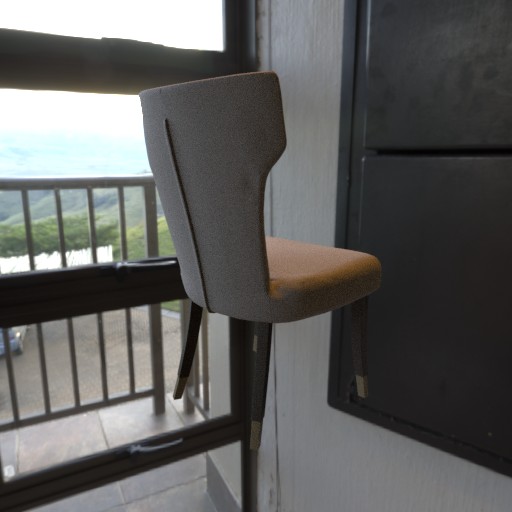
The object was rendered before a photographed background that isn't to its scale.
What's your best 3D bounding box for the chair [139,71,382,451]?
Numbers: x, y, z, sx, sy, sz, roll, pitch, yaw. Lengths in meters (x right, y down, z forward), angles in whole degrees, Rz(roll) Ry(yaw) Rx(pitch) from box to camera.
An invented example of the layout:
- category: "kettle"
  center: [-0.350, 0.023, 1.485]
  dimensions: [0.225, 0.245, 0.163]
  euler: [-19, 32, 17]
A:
- category: "chair"
  center: [0.000, 0.000, 1.346]
  dimensions: [0.526, 0.950, 0.630]
  euler: [12, 18, 43]
